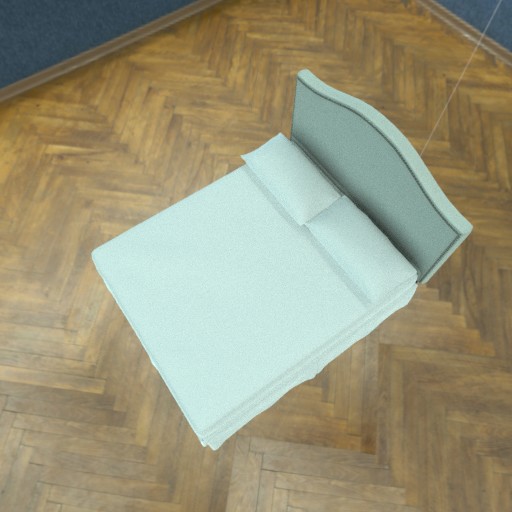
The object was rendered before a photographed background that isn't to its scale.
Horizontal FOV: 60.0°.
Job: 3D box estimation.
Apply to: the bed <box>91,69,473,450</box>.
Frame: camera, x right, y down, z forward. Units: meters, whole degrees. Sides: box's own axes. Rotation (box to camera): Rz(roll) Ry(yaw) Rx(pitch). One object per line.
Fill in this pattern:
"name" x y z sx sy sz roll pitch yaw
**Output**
"bed" 0.000 0.000 3.374 2.180 1.607 1.813 -32 68 -15
